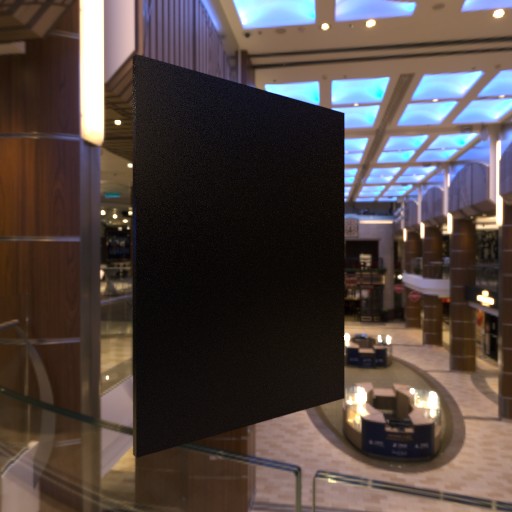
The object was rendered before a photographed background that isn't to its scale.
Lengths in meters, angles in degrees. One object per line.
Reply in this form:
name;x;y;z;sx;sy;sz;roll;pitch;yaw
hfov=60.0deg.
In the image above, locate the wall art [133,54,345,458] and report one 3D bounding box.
wall art;0.000;0.000;0.777;0.442;0.582;0.013;0;0;-37
